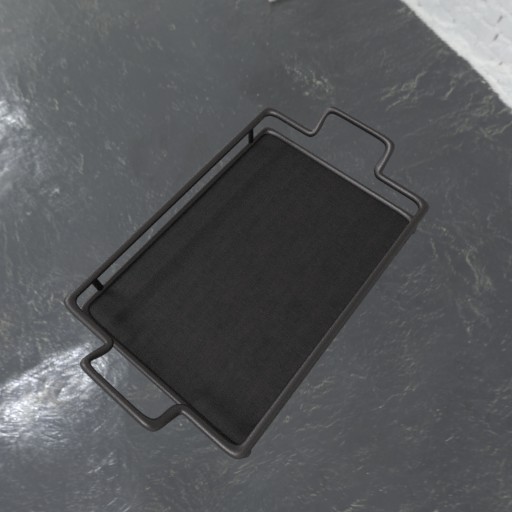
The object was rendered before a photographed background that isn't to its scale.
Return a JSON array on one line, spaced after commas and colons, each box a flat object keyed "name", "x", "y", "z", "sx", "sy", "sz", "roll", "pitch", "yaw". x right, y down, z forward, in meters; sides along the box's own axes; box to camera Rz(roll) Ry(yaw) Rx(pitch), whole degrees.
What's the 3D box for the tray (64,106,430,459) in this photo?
[{"name": "tray", "x": 0.000, "y": 0.000, "z": 0.602, "sx": 0.297, "sy": 0.101, "sz": 0.495, "roll": 36, "pitch": 70, "yaw": 16}]
